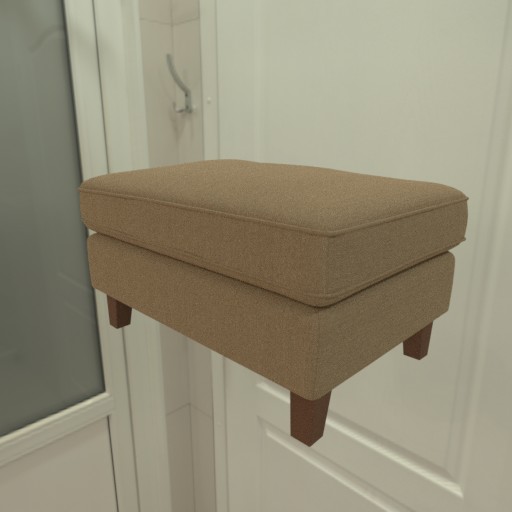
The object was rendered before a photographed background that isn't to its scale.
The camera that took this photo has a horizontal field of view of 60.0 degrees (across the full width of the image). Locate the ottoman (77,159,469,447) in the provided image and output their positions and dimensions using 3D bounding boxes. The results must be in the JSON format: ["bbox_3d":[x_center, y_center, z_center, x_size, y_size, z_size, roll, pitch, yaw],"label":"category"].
[{"bbox_3d":[0.000,0.000,1.277,0.945,0.521,0.636,15,22,43],"label":"ottoman"}]
